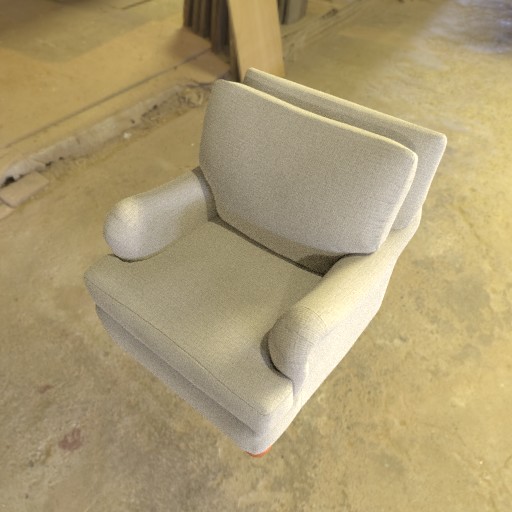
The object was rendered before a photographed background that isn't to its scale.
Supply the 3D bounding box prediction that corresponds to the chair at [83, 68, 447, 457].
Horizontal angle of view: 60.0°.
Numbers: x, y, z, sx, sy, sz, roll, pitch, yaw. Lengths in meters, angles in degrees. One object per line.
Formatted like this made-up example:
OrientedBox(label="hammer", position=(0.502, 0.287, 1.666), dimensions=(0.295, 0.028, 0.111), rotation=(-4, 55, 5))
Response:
OrientedBox(label="chair", position=(0.000, 0.000, 1.773), dimensions=(0.955, 1.038, 1.070), rotation=(30, 53, 26))
